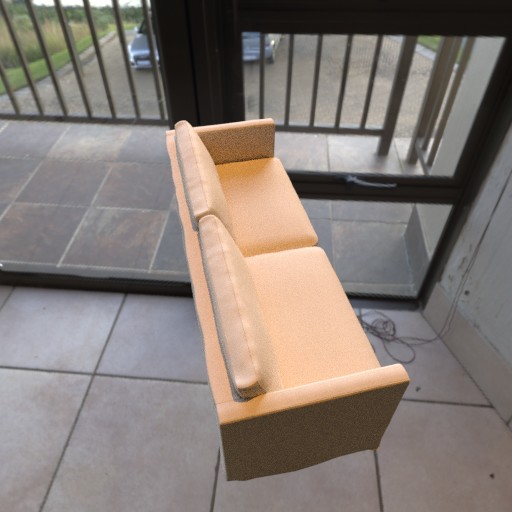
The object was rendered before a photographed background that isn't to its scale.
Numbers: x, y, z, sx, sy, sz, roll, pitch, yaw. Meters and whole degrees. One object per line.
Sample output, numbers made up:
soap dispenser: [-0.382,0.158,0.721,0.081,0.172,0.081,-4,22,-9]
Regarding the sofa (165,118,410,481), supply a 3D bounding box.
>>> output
sofa: [0.000,0.000,3.333,1.036,0.999,2.779,-10,47,-9]
